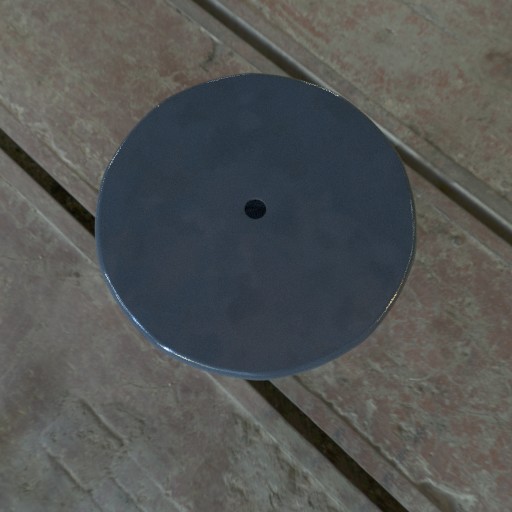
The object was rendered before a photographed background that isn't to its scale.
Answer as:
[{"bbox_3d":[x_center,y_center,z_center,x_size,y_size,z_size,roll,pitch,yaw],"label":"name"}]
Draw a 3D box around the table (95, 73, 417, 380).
[{"bbox_3d":[0.000,0.000,0.657,0.352,0.387,0.352,0,75,0],"label":"table"}]
